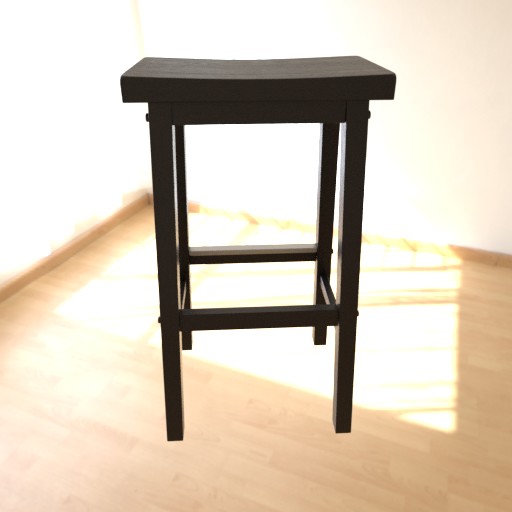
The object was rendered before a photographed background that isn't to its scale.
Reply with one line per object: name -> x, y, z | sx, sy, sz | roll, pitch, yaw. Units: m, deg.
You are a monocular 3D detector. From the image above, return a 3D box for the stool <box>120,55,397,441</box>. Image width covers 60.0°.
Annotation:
stool -> 0.000, 0.000, 0.927 | 0.406, 0.742, 0.322 | -2, 31, -3
